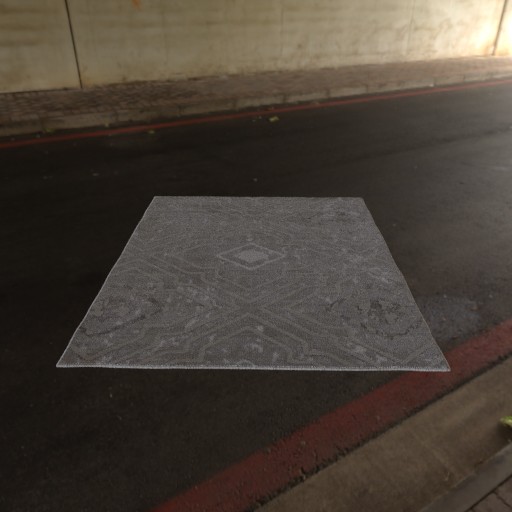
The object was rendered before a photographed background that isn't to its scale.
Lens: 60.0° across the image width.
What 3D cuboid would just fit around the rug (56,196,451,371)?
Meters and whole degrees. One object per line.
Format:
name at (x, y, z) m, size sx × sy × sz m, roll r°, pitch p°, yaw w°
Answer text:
rug at (0.000, 0.000, 0.891) m, size 0.548 × 0.006 × 0.639 m, roll 0°, pitch 29°, yaw 1°
